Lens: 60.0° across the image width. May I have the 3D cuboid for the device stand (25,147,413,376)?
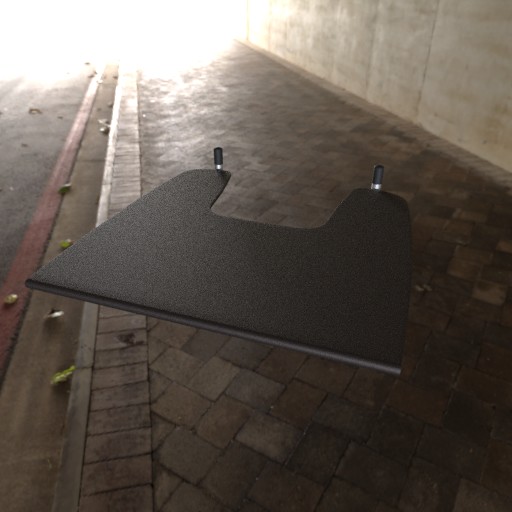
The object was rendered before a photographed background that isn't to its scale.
[{"bbox_3d":[0.000,0.000,0.351,0.230,0.092,0.230,10,33,16],"label":"device stand"}]
